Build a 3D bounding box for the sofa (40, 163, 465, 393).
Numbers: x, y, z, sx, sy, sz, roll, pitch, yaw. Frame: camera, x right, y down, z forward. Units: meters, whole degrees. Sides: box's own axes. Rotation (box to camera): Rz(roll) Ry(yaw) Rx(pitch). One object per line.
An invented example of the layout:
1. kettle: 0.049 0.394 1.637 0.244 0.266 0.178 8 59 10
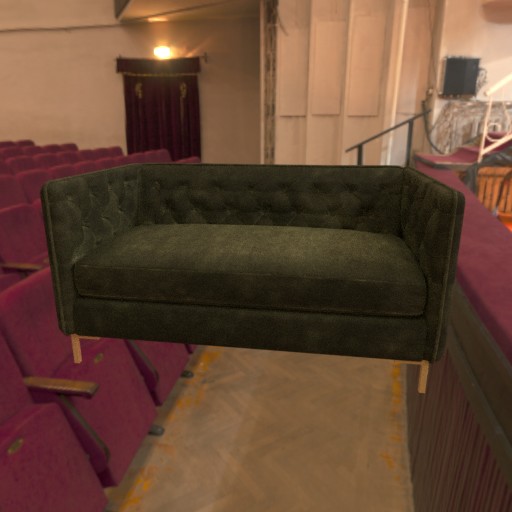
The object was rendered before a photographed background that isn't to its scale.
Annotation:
1. sofa: 0.000 0.000 2.045 1.537 0.768 0.895 3 17 9
